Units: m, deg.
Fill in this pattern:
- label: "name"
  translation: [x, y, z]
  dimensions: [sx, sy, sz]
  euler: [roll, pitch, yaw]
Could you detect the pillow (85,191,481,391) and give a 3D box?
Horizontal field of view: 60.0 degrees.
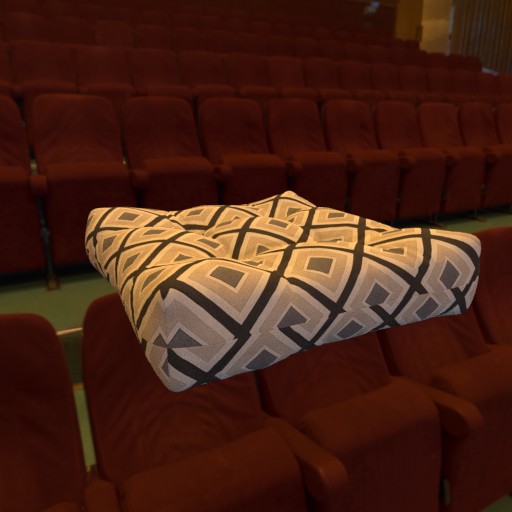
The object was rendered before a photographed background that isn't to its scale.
- label: "pillow"
  translation: [0.000, 0.000, 0.712]
  dimensions: [0.468, 0.128, 0.490]
  euler: [-9, 18, -27]
